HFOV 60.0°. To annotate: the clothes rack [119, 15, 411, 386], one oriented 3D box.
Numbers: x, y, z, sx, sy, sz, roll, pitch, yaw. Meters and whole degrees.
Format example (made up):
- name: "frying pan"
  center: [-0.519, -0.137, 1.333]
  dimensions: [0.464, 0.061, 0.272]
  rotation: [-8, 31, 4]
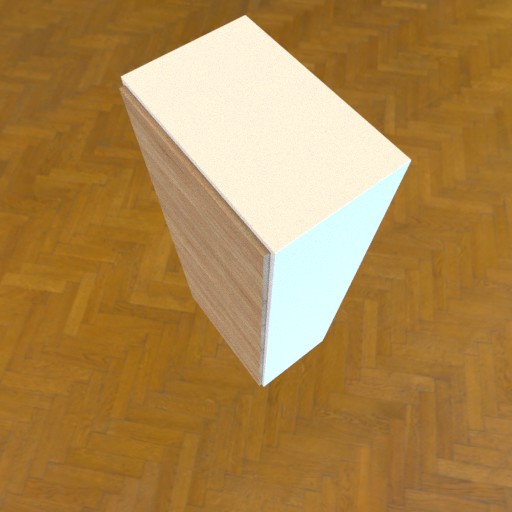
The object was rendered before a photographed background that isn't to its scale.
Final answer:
- name: "clothes rack"
  center: [0.000, 0.000, 1.372]
  dimensions: [0.331, 1.187, 0.500]
  rotation: [-34, 68, -16]
